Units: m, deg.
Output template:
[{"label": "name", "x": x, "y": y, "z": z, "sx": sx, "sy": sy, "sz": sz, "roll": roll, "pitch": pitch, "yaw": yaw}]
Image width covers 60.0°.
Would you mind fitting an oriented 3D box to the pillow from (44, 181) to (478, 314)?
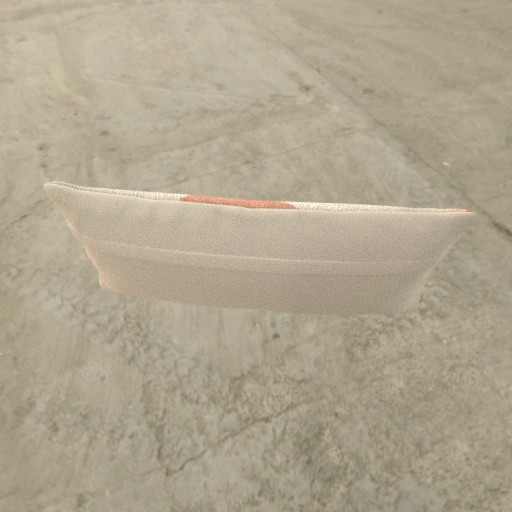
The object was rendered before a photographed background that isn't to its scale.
[{"label": "pillow", "x": 0.000, "y": 0.000, "z": 0.732, "sx": 0.609, "sy": 0.292, "sz": 0.155, "roll": 4, "pitch": 46, "yaw": 4}]
